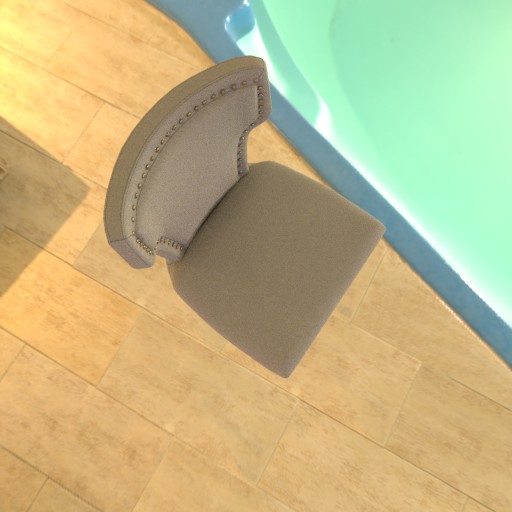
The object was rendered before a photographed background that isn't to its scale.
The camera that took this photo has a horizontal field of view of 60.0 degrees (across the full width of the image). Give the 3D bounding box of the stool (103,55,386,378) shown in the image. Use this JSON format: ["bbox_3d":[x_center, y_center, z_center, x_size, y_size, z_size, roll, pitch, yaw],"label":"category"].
[{"bbox_3d":[0.000,0.000,1.381,0.563,1.092,0.526,34,78,8],"label":"stool"}]
